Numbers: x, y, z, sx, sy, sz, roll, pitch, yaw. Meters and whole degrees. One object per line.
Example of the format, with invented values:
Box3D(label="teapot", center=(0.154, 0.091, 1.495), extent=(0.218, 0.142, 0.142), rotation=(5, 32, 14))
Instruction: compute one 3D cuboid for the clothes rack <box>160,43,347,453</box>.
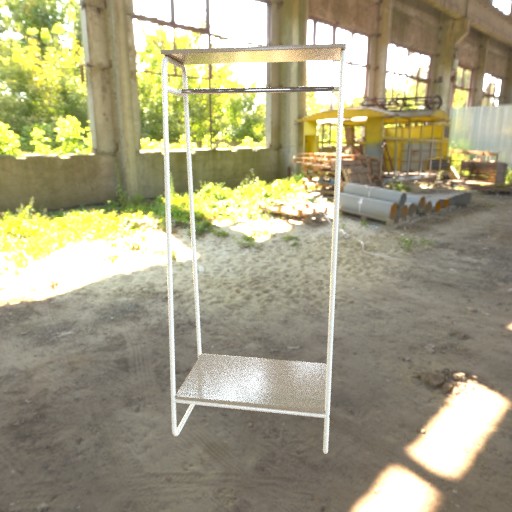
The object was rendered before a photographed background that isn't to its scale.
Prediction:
Box3D(label="clothes rack", center=(0.000, 0.000, 1.788), extent=(0.640, 1.512, 0.400), rotation=(2, 15, 10))
